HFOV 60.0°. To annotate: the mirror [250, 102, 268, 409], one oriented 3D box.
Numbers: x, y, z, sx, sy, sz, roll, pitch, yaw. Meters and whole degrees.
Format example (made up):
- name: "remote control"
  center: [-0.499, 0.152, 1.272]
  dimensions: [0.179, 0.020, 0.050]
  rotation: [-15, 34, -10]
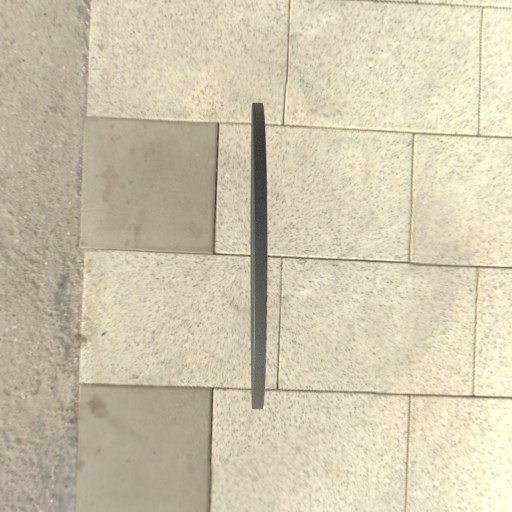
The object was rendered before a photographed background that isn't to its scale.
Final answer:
- name: "mirror"
  center: [0.000, 0.000, 1.647]
  dimensions: [0.036, 1.077, 1.077]
  rotation: [0, 90, -1]
